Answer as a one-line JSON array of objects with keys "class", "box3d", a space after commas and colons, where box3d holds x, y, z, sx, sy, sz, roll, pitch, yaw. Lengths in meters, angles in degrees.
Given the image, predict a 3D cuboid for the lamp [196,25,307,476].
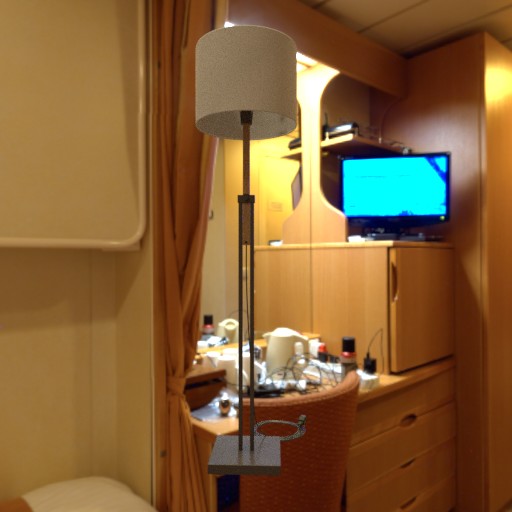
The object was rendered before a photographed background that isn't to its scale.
[{"class": "lamp", "box3d": [0.000, 0.000, 1.899, 0.474, 1.650, 0.639, 0, 0, 2]}]
